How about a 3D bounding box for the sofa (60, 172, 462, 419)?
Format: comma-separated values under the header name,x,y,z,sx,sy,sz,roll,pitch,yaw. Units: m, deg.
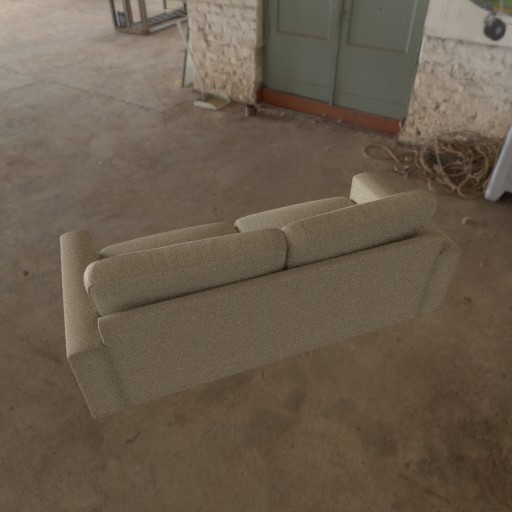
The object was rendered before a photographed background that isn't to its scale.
name,x,y,z,sx,sy,sz,roll,pitch,yaw
sofa,0.000,0.000,2.699,2.179,0.873,1.016,-14,42,-16
